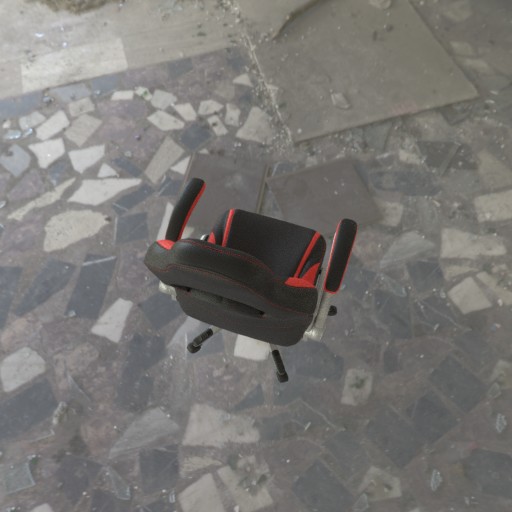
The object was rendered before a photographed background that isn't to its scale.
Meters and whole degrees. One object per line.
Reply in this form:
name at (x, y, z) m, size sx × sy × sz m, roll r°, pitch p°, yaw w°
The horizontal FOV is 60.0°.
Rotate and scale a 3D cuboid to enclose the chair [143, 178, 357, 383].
chair at (0.000, 0.000, 1.646) m, size 0.758 × 1.165 × 0.712 m, roll 16°, pitch 64°, yaw 8°
